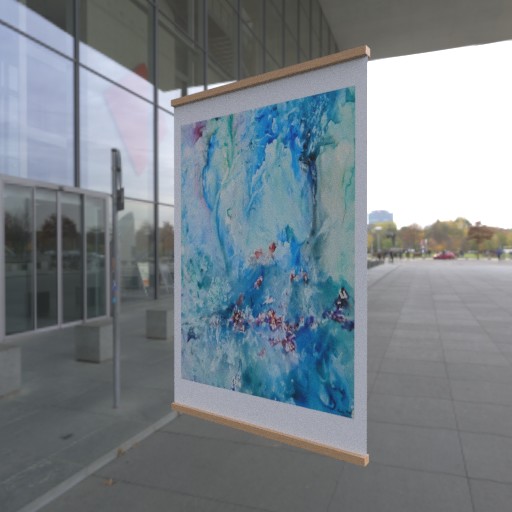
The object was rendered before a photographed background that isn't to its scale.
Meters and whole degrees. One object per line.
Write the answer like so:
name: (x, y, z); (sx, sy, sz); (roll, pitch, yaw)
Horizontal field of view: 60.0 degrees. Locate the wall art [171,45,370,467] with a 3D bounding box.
wall art: (0.000, 0.000, 0.766); (0.401, 0.611, 0.016); (0, 1, 36)
